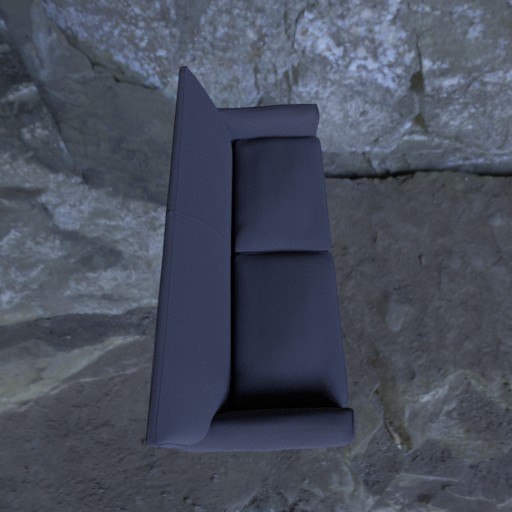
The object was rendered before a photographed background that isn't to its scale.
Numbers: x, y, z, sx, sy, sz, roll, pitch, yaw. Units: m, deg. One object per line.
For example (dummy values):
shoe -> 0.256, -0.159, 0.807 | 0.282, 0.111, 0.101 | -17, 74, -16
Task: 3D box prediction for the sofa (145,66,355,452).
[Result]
sofa -> 0.000, 0.000, 2.444 | 0.843, 0.907, 2.002 | -1, 62, -1
